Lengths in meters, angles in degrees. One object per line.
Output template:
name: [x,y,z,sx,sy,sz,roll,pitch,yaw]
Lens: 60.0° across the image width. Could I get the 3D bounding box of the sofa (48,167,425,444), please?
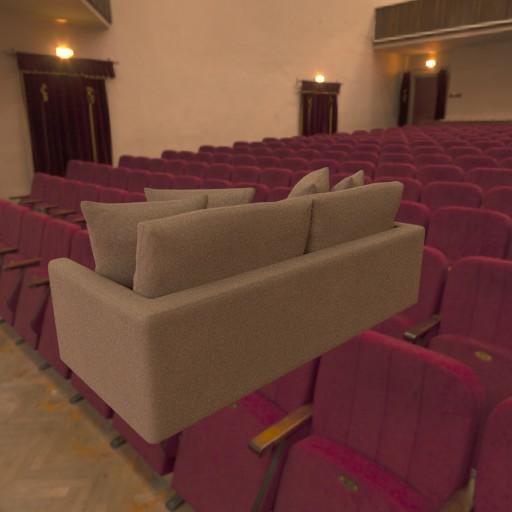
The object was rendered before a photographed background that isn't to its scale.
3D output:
sofa: [0.000,0.000,2.973,2.380,1.084,1.228,-15,22,-41]
